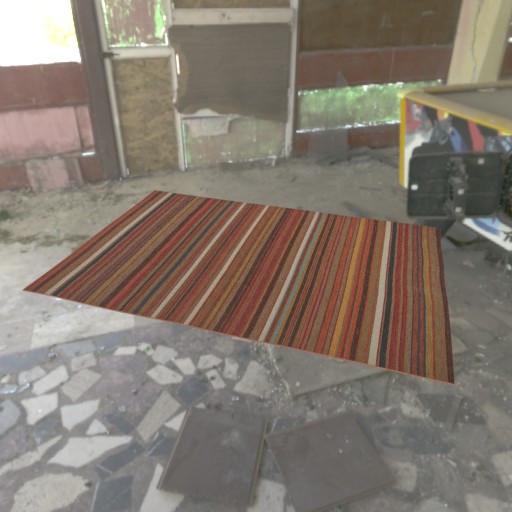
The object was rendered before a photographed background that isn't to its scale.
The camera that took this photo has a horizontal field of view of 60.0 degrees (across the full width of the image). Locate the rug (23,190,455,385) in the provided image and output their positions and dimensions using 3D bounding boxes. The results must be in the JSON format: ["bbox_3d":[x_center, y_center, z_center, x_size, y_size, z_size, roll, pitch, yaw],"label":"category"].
[{"bbox_3d":[0.000,0.000,2.259,1.828,0.007,1.217,9,32,15],"label":"rug"}]
